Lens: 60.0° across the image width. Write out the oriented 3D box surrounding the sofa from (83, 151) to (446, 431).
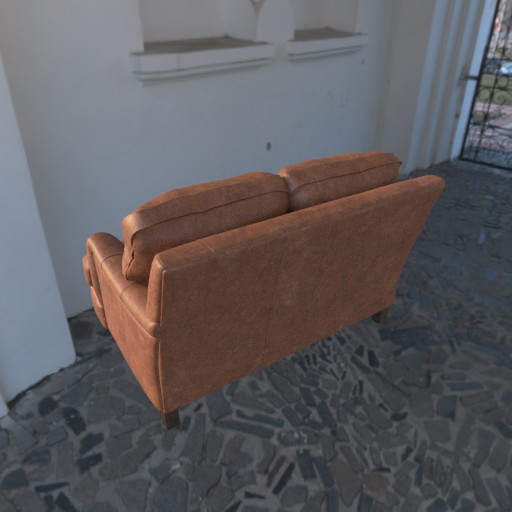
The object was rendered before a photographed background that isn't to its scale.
[{"bbox_3d":[0.000,0.000,2.282,1.527,1.004,1.077,-18,34,-29],"label":"sofa"}]
